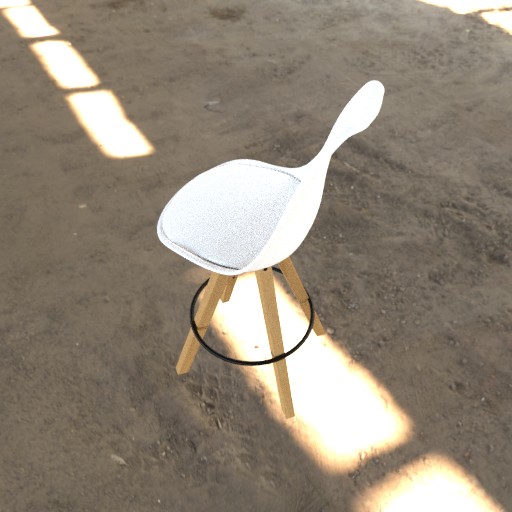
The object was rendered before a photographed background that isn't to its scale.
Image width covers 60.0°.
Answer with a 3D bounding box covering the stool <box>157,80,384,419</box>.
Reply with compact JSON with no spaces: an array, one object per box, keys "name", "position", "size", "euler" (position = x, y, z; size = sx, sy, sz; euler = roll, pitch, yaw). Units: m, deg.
[{"name":"stool","position":[0.000,0.000,1.376],"size":[0.549,1.115,0.482],"euler":[17,49,16]}]
